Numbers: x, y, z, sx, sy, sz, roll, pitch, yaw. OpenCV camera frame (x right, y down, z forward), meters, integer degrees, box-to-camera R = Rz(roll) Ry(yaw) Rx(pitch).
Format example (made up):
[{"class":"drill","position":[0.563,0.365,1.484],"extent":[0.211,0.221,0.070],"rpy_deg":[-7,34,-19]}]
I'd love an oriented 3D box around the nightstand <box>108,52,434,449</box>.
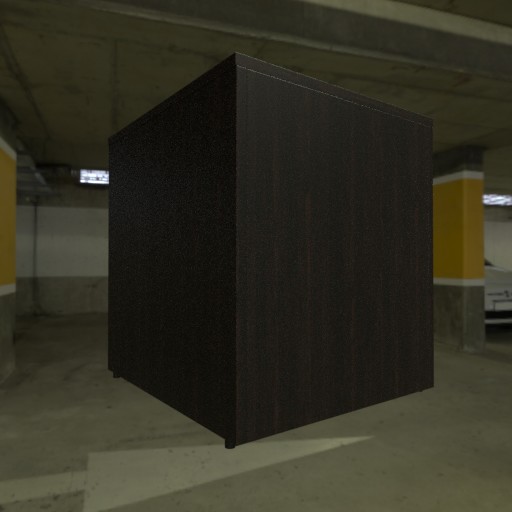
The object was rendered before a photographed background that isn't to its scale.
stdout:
[{"class":"nightstand","position":[0.000,0.000,0.809],"extent":[0.400,0.460,0.461],"rpy_deg":[1,-1,-37]}]
